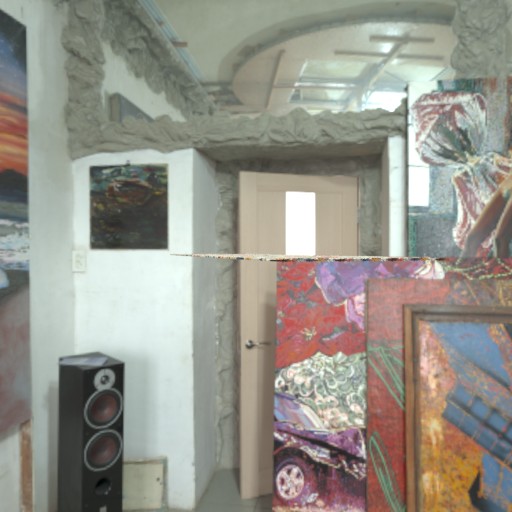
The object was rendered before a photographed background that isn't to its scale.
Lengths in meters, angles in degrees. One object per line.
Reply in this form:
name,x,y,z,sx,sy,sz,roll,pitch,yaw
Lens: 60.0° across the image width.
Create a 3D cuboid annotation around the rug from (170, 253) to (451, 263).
rug,0.000,0.000,2.941,0.763,0.015,2.682,0,1,-19
